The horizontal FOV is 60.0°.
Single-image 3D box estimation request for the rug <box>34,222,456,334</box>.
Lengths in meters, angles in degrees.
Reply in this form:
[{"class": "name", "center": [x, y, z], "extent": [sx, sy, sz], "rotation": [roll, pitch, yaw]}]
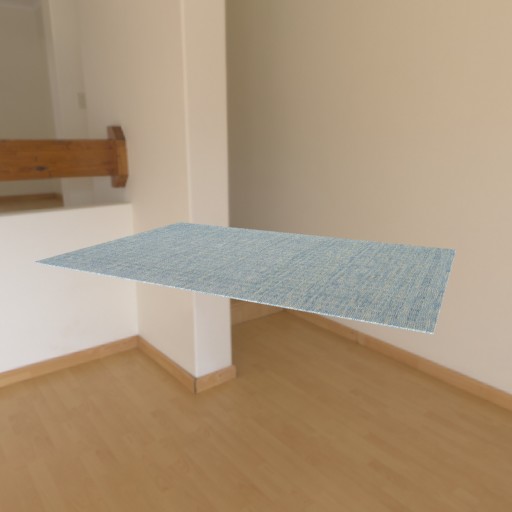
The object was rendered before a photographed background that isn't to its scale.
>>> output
[{"class": "rug", "center": [0.000, 0.000, 2.190], "extent": [1.752, 0.006, 1.142], "rotation": [7, 16, 26]}]
